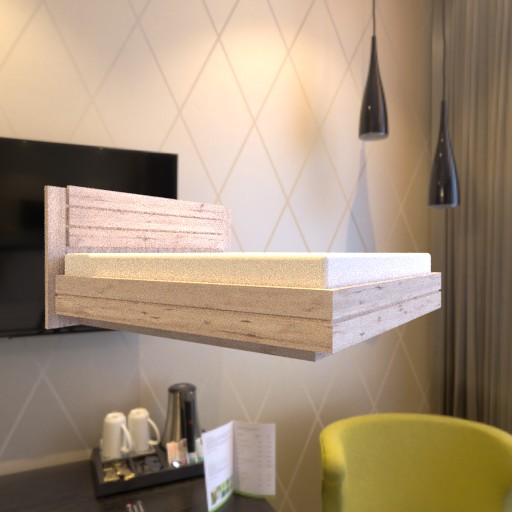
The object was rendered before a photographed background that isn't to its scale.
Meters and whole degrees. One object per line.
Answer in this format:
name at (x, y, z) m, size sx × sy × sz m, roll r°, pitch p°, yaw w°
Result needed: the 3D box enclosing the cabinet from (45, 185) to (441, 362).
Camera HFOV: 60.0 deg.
cabinet at (0.000, 0.000, 3.161) m, size 2.080 × 0.970 × 1.950 m, roll 0°, pitch 1°, yaw 35°
